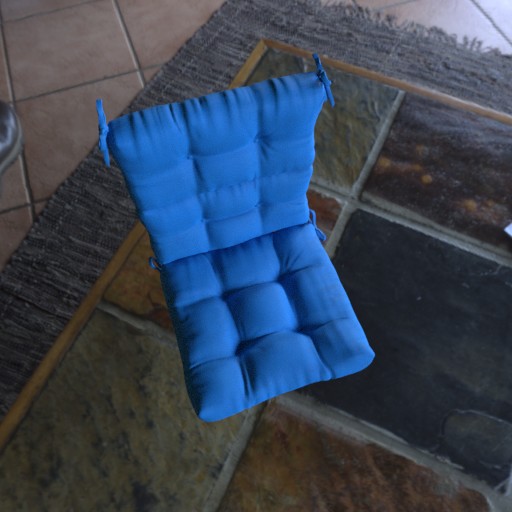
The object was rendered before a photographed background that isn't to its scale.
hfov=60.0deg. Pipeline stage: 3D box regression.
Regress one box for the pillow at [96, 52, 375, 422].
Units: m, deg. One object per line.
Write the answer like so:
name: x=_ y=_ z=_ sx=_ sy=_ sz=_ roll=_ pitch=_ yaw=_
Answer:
pillow: x=0.000 y=0.000 z=1.029 sx=0.519 sy=0.605 sz=0.571 roll=-17 pitch=64 yaw=-8
